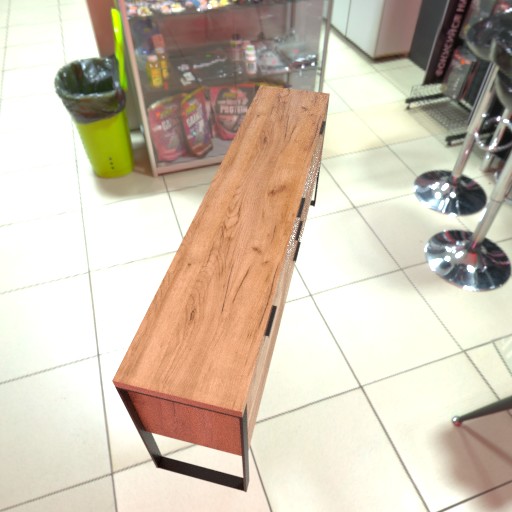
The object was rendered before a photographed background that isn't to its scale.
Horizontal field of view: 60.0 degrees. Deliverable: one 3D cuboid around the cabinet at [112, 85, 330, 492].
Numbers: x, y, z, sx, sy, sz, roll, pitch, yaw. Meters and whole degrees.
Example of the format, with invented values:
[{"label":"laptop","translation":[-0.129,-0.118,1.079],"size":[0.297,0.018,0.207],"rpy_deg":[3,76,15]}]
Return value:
[{"label":"cabinet","translation":[0.000,0.000,2.091],"size":[0.395,0.762,1.800],"rpy_deg":[10,48,9]}]
